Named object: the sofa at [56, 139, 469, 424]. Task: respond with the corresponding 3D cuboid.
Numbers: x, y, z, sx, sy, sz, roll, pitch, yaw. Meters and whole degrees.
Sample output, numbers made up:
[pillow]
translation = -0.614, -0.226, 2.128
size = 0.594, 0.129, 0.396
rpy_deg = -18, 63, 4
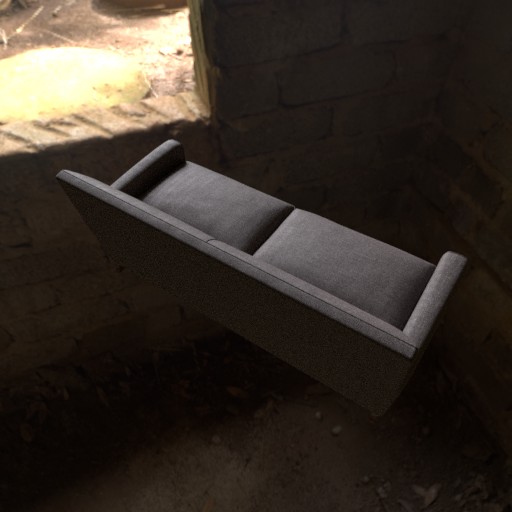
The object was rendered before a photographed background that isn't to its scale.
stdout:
[sofa]
translation = 0.000, 0.000, 2.443
size = 1.976, 0.846, 0.875
rpy_deg = 26, 51, 23
